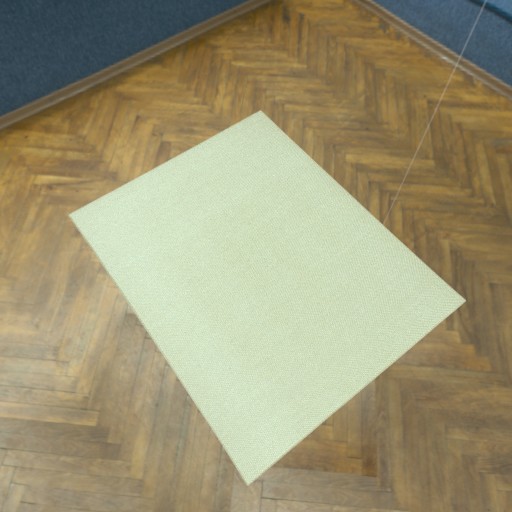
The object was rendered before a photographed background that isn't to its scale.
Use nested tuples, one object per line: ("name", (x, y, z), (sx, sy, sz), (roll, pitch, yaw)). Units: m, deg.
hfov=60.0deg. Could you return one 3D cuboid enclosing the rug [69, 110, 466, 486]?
("rug", (0.000, 0.000, 4.229), (2.462, 0.018, 3.039), (-34, 66, -17))
